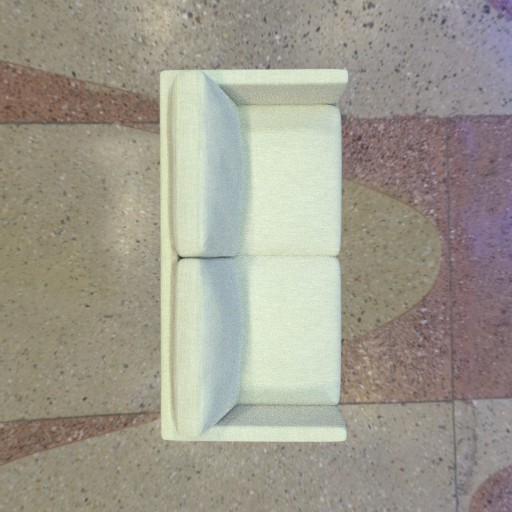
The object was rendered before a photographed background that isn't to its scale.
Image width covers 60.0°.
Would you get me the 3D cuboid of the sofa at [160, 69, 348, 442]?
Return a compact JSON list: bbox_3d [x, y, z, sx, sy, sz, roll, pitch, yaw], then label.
[{"bbox_3d":[0.000,0.000,2.443,0.950,0.963,1.838,0,91,1],"label":"sofa"}]
